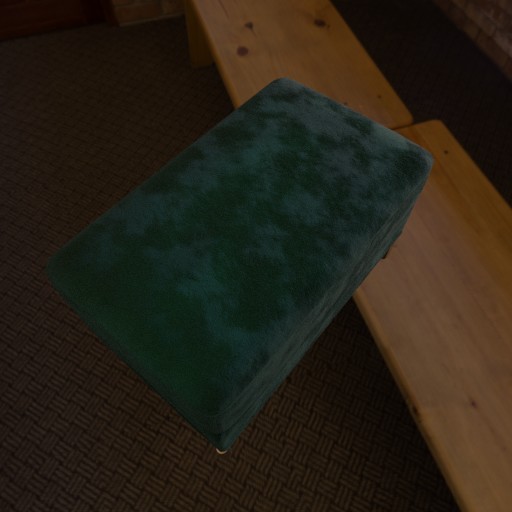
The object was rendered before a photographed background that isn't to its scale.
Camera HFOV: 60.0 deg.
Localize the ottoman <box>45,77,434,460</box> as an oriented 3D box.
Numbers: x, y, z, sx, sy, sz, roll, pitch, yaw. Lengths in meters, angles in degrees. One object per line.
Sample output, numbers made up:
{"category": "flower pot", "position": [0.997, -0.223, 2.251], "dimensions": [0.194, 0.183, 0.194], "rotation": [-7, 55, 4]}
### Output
{"category": "ottoman", "position": [0.000, 0.000, 1.253], "dimensions": [0.536, 0.533, 0.886], "rotation": [35, 65, 20]}
